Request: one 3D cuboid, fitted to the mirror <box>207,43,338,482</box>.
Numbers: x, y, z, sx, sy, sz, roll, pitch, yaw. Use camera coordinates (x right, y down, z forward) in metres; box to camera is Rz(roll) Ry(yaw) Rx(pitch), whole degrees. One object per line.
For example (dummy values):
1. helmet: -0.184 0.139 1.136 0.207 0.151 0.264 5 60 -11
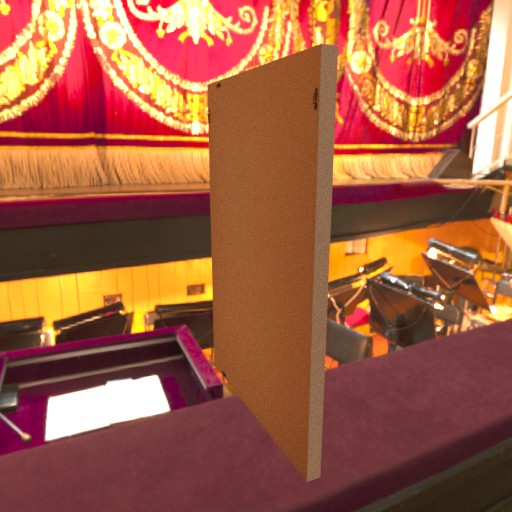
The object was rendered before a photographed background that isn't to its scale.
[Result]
1. mirror: 0.000 0.000 1.166 0.041 0.915 0.609 -7 16 -24
